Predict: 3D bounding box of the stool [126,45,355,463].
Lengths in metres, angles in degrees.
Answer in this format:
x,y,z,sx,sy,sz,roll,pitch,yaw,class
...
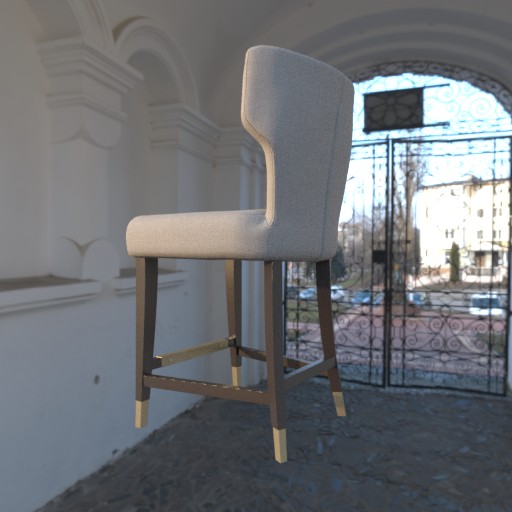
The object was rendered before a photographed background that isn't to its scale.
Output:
x,y,z,sx,sy,sz,roll,pitch,yaw,class
0.000,0.000,1.320,0.563,0.982,0.527,1,1,34,stool
